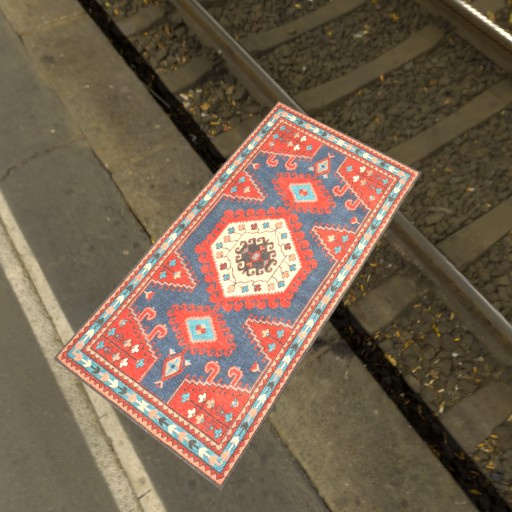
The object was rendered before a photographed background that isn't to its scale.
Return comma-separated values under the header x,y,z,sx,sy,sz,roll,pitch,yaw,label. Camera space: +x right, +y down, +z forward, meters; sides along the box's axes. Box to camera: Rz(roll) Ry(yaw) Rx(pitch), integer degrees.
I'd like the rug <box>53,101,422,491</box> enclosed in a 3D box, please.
x,y,z,sx,sy,sz,roll,pitch,yaw,label
0.000,0.000,3.585,1.522,0.034,3.032,31,68,14,rug
